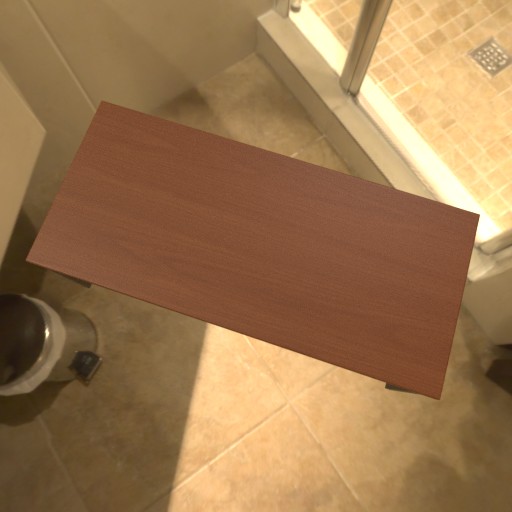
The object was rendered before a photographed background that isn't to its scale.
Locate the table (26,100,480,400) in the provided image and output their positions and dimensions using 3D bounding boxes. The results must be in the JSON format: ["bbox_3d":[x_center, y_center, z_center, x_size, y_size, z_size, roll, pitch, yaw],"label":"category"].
[{"bbox_3d":[0.000,0.000,1.362,1.100,0.400,0.500,18,76,5],"label":"table"}]
